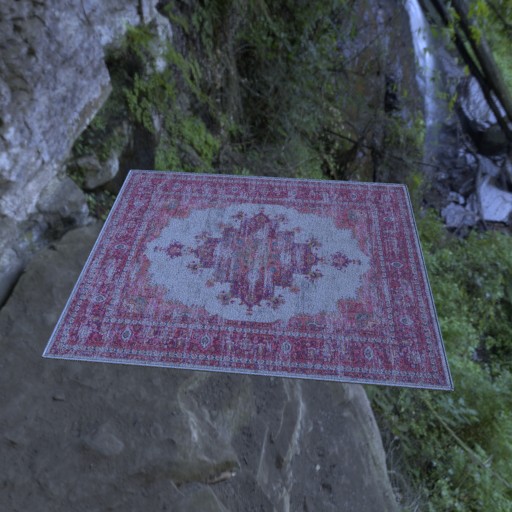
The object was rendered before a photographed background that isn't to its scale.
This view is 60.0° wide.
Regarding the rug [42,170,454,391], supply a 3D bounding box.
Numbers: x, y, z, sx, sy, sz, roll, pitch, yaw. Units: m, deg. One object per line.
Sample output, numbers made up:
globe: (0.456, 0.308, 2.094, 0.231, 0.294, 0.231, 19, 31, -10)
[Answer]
rug: (0.000, 0.000, 4.159, 3.123, 0.017, 2.447, 4, 47, 3)
